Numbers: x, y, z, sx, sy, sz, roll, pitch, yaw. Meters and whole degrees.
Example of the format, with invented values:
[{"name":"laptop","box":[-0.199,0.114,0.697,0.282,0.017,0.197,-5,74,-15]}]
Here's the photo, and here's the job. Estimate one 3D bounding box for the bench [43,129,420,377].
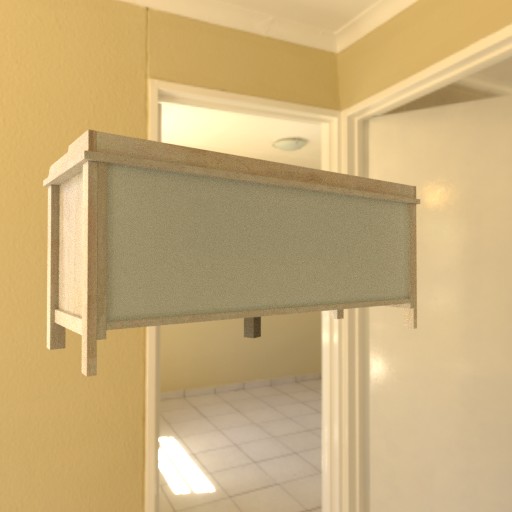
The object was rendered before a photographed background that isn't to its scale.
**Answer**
[{"name":"bench","box":[0.000,0.000,1.377,1.140,0.501,0.398,1,-1,-36]}]
